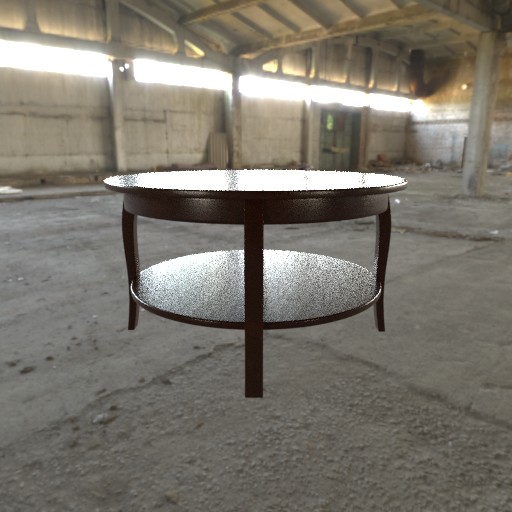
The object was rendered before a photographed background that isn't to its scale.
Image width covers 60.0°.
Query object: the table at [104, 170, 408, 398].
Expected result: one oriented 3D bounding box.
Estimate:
[{"bbox_3d":[0.000,0.000,1.459,0.911,0.512,0.911,0,14,0],"label":"table"}]
